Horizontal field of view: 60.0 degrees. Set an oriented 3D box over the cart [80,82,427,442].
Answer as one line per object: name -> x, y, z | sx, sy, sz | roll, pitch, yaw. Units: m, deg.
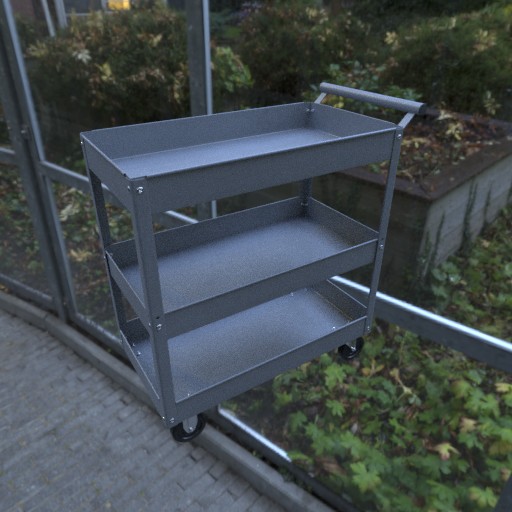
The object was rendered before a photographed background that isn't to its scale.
cart -> 0.000, 0.000, 1.196 | 0.719, 0.780, 0.366 | -18, 34, -28
